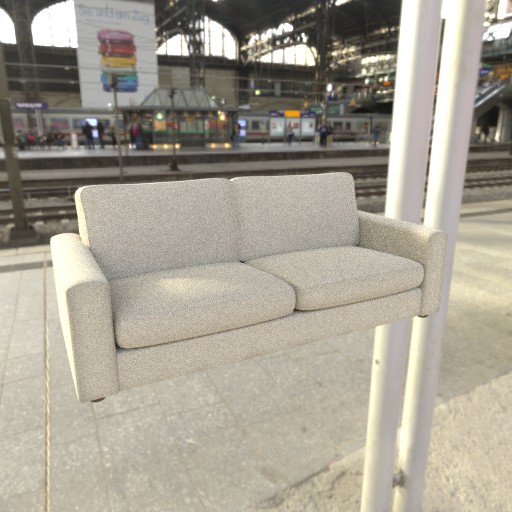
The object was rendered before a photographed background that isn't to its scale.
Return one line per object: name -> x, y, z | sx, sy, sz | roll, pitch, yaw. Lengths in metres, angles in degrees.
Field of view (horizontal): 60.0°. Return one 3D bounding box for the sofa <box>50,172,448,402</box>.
sofa -> 0.000, 0.000, 2.655 | 2.179, 0.873, 1.016 | -8, 18, -26
